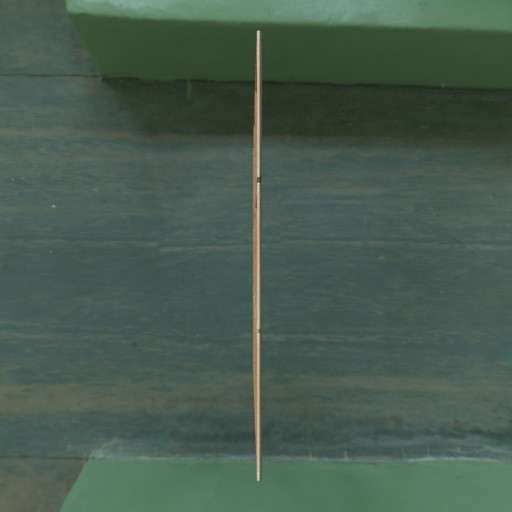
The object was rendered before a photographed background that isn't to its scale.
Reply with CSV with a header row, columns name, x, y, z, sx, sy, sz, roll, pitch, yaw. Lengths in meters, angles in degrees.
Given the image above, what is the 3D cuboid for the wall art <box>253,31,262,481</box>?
name,x,y,z,sx,sy,sz,roll,pitch,yaw
wall art,0.000,0.000,1.806,0.013,1.218,1.216,0,90,-1
